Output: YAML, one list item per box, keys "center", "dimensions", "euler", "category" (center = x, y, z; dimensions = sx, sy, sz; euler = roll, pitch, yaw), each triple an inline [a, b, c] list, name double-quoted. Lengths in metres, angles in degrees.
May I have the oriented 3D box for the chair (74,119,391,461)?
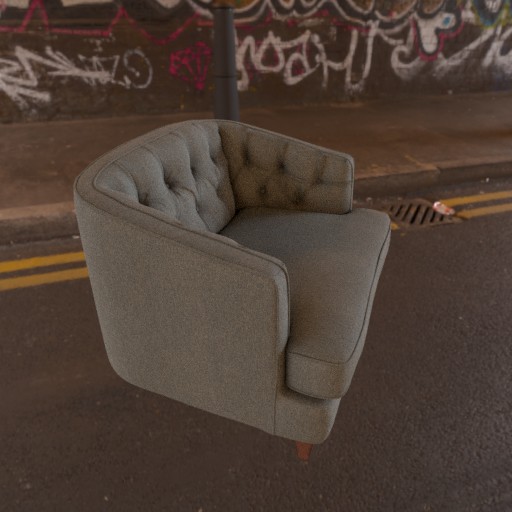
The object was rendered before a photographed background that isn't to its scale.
- center: [0.000, 0.000, 1.725]
  dimensions: [0.945, 0.852, 1.094]
  euler: [11, 32, 18]
  category: "chair"
